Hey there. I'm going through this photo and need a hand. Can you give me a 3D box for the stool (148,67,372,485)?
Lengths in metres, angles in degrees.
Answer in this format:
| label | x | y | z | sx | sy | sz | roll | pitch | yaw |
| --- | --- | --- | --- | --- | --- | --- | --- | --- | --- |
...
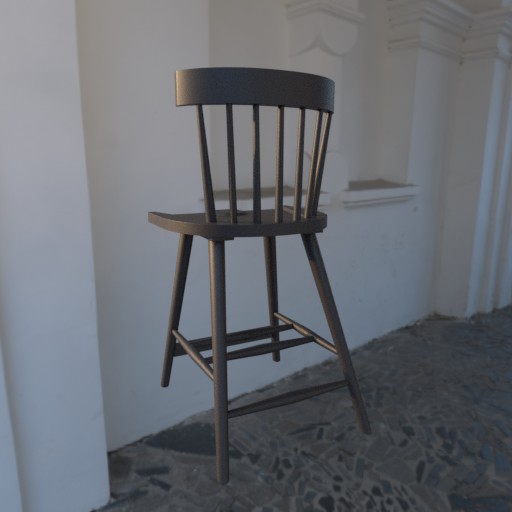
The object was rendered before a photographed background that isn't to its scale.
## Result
| label | x | y | z | sx | sy | sz | roll | pitch | yaw |
| --- | --- | --- | --- | --- | --- | --- | --- | --- | --- |
| stool | 0.000 | 0.000 | 1.278 | 0.494 | 0.953 | 0.549 | -6 | 13 | -26 |
